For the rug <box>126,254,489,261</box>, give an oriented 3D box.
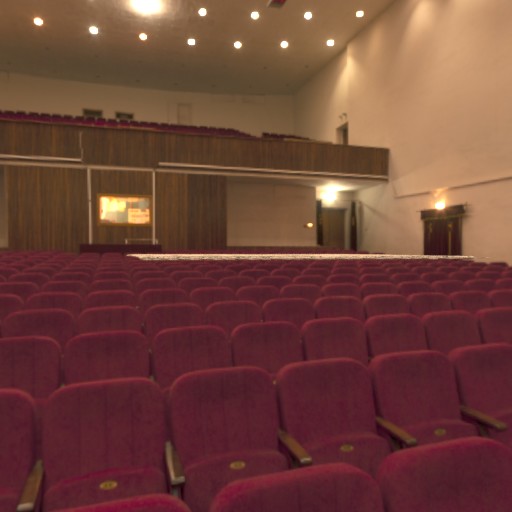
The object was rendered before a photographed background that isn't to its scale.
[{"bbox_3d":[0.000,0.000,3.904,2.125,0.028,3.027,0,0,-18],"label":"rug"}]
